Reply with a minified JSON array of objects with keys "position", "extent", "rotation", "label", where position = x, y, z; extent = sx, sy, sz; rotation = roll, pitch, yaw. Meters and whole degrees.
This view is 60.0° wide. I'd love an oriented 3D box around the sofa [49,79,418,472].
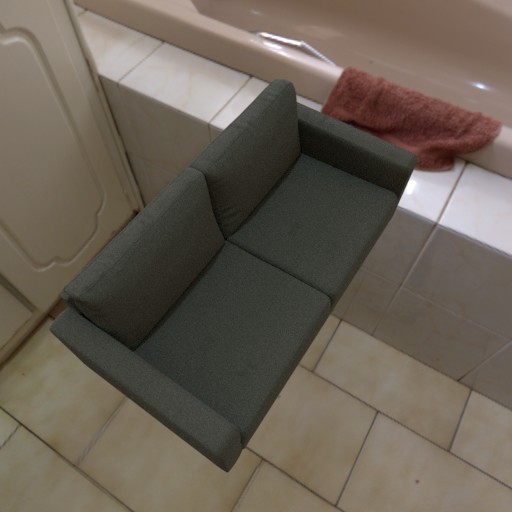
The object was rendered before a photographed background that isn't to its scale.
[{"position":[0.000,0.000,2.213],"extent":[0.889,0.897,1.730],"rotation":[30,63,17],"label":"sofa"}]
